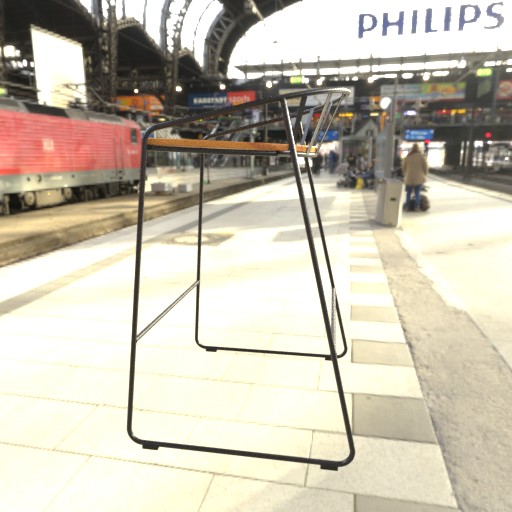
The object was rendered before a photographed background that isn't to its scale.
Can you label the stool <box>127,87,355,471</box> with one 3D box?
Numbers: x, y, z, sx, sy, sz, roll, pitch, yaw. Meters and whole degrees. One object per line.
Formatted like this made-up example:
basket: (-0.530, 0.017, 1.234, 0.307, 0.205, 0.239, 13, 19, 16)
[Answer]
stool: (0.000, 0.000, 1.164, 0.521, 0.812, 0.546, 2, 13, 9)
